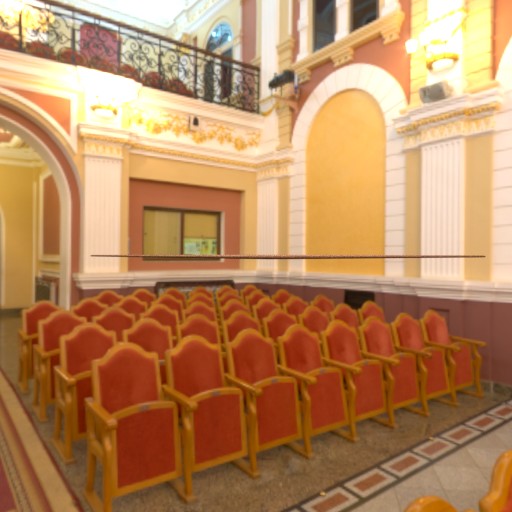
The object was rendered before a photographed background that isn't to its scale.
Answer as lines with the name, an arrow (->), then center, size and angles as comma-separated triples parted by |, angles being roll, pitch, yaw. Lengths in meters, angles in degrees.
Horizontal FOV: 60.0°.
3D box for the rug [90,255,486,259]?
rug -> 0.000, 0.000, 2.954 | 1.524, 0.011, 2.286 | 0, 0, -36
